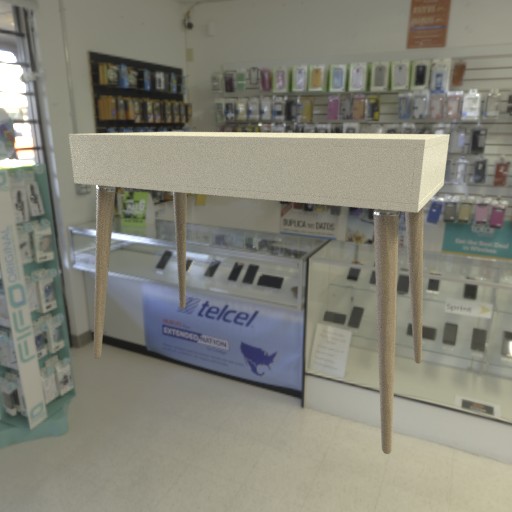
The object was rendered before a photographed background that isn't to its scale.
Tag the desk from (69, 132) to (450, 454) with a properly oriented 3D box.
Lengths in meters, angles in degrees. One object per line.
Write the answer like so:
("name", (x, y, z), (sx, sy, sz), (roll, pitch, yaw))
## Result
("desk", (0.000, 0.000, 1.365), (0.979, 0.723, 0.491), (9, 19, 27))
